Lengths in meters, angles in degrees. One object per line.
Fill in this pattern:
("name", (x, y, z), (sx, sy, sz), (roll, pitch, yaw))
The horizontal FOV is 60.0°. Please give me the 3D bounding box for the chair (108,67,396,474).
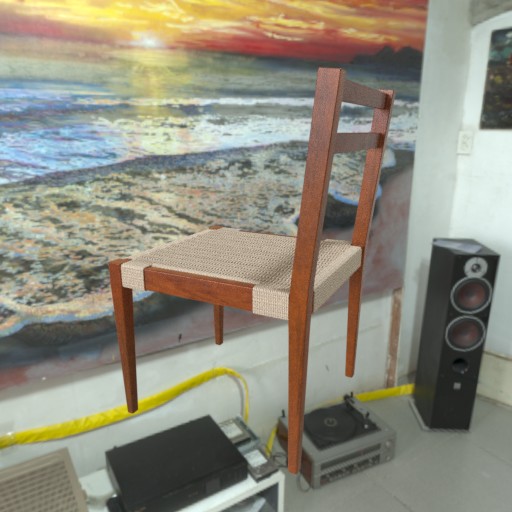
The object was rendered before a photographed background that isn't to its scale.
("chair", (0.000, 0.000, 1.184), (0.569, 0.851, 0.495), (8, 18, 26))
